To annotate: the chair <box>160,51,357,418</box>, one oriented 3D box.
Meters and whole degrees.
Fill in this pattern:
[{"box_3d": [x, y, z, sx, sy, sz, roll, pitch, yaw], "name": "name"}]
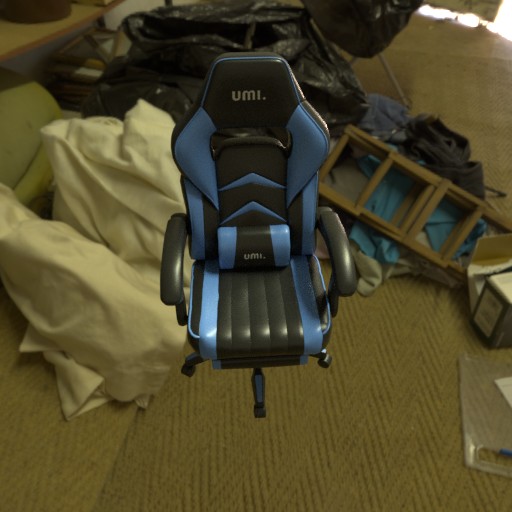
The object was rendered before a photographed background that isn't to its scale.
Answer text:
[{"box_3d": [0.000, 0.000, 1.686, 0.700, 1.280, 0.700, -3, 45, -3], "name": "chair"}]
